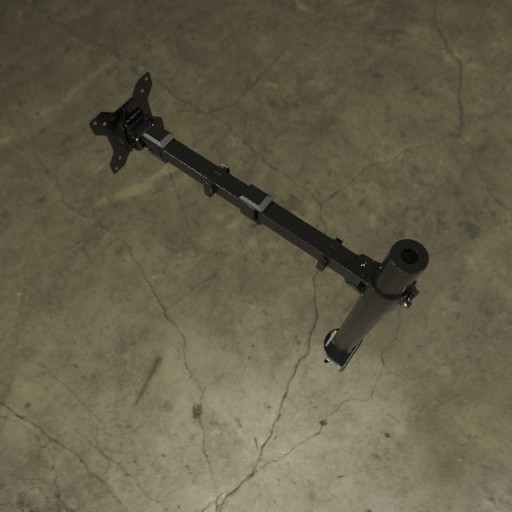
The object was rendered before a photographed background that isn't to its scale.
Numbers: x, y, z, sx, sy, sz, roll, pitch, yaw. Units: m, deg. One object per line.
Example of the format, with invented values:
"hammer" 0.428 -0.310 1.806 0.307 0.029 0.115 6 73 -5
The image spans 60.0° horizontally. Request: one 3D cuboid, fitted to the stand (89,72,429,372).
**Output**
"stand" 0.000 0.000 0.729 0.456 0.510 0.115 34 70 14
